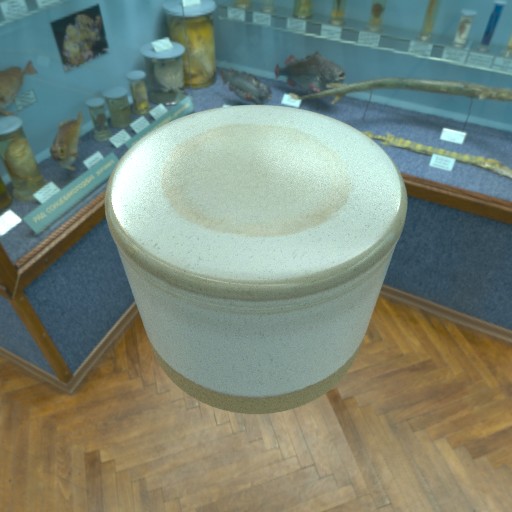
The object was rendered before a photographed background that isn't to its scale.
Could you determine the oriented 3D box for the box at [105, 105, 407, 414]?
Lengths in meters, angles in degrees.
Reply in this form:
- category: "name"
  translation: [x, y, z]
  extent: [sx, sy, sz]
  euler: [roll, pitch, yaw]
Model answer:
- category: "box"
  translation: [0.000, 0.000, 0.271]
  extent: [0.154, 0.123, 0.154]
  euler: [0, 46, 0]
